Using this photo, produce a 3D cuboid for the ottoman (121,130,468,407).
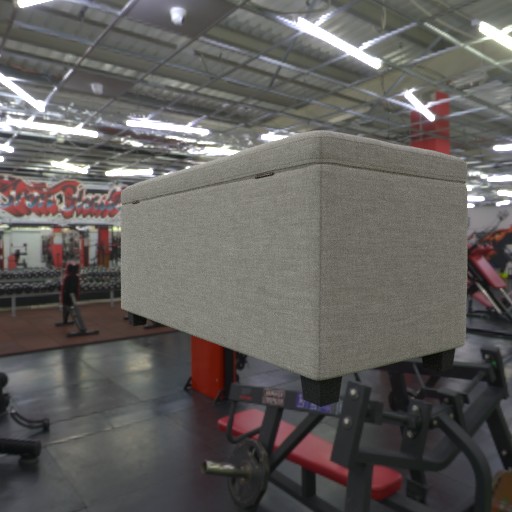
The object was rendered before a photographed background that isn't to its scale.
[{"bbox_3d":[0.000,0.000,1.110,0.419,0.432,0.902,-1,2,-35],"label":"ottoman"}]
